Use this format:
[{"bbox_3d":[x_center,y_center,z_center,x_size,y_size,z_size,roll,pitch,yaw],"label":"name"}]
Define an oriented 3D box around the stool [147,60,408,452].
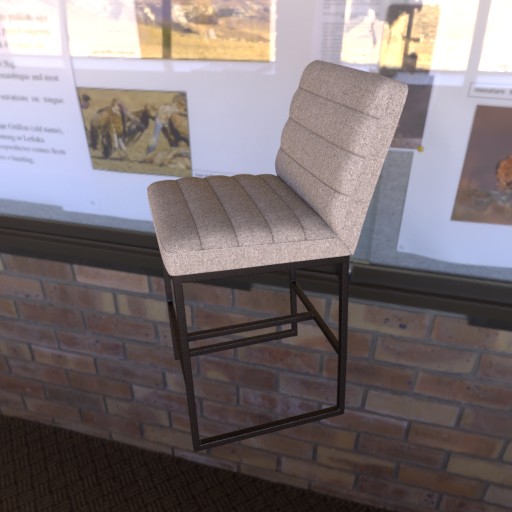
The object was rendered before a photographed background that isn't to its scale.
[{"bbox_3d":[0.000,0.000,1.325,0.571,1.034,0.459,-8,30,-15],"label":"stool"}]
